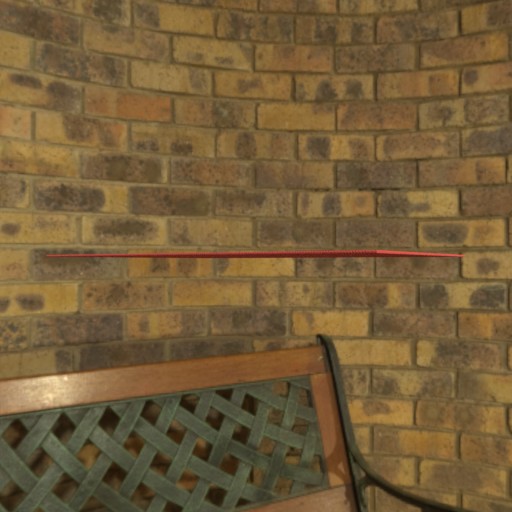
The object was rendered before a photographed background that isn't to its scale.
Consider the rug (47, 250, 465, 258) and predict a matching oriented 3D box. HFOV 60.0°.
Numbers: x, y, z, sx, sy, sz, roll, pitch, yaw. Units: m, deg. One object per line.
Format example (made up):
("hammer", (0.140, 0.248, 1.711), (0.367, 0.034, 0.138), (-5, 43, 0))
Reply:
("rug", (0.000, 0.000, 2.886), (2.211, 0.013, 1.593), (0, -1, 36))
